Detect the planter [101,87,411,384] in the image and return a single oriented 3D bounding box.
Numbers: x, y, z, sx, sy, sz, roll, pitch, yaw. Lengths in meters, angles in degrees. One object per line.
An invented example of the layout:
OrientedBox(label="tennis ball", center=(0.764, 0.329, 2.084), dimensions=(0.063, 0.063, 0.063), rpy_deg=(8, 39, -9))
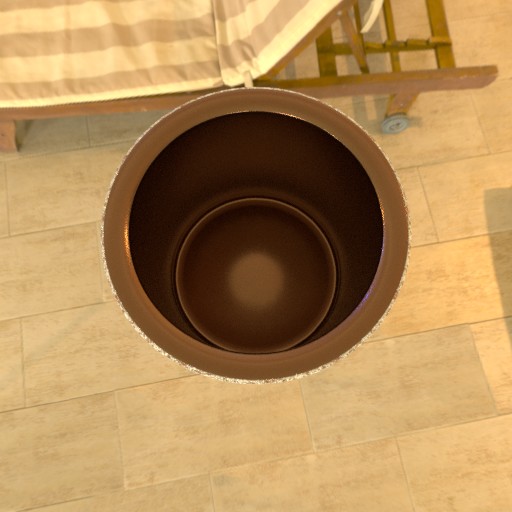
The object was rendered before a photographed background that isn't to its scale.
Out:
OrientedBox(label="planter", center=(0.000, 0.000, 0.198), dimensions=(0.109, 0.096, 0.109), rpy_deg=(0, 76, 0))
